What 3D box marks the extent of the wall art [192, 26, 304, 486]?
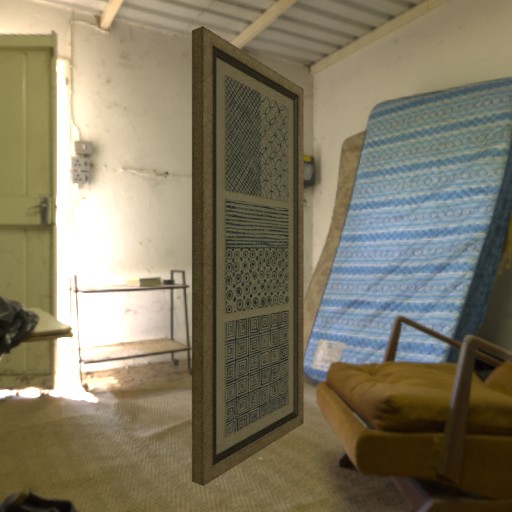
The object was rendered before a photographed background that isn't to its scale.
[{"bbox_3d":[0.000,0.000,1.684,0.051,1.461,0.648,0,0,35],"label":"wall art"}]
